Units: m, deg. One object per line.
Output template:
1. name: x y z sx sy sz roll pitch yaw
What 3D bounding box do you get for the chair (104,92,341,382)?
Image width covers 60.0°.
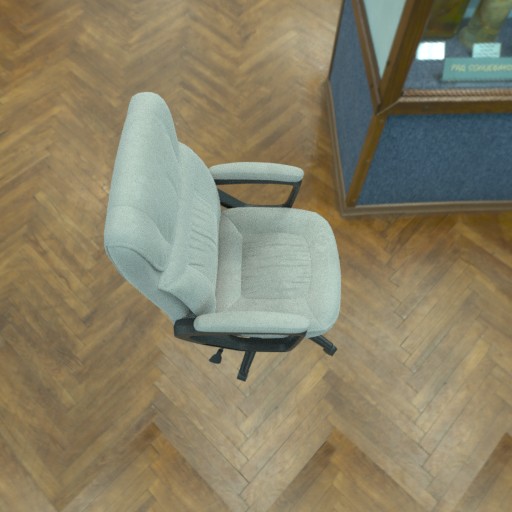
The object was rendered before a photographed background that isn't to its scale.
1. chair: 0.000 0.000 1.576 0.724 1.105 0.667 1 63 0
